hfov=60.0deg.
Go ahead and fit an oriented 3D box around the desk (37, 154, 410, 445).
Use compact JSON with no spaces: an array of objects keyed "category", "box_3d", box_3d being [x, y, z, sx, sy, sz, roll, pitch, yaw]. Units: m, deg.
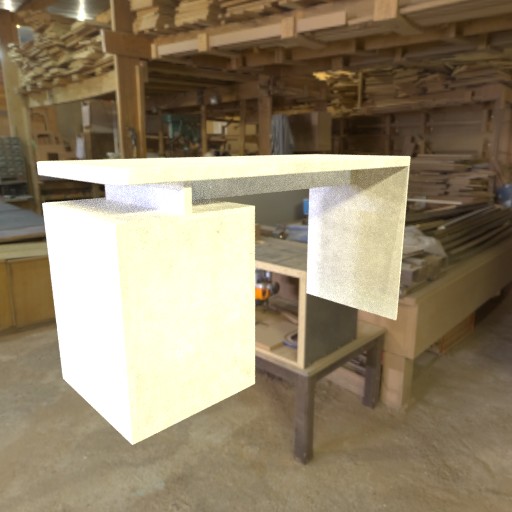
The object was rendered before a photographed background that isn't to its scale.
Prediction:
[{"category":"desk","box_3d":[0.000,0.000,1.753,1.400,0.755,0.550,-13,19,-42]}]
